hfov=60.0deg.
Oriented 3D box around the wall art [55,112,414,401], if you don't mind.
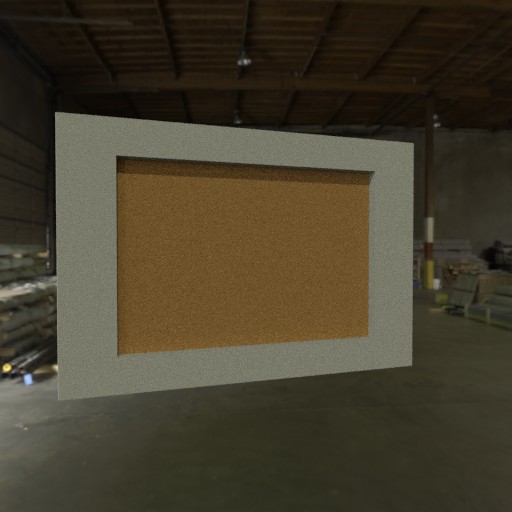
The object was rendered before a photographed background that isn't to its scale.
[{"bbox_3d":[0.000,0.000,1.103,0.906,0.617,0.033,0,1,-18],"label":"wall art"}]
